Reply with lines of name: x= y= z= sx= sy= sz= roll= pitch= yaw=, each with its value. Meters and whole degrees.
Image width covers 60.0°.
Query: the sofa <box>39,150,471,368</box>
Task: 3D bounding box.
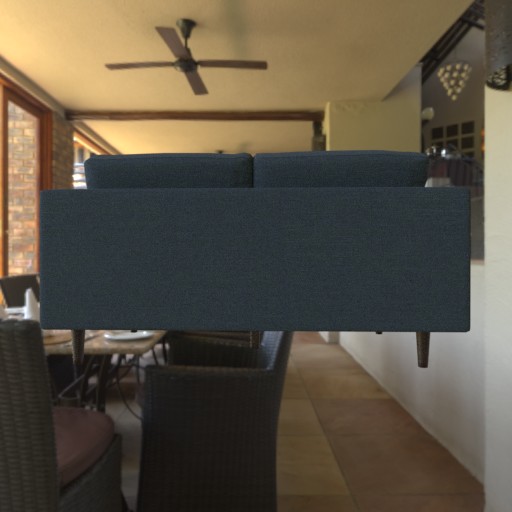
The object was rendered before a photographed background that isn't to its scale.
sofa: x=0.000 y=0.000 z=2.195 sx=1.659 sy=0.907 sz=0.999 roll=0 pitch=0 yaw=2
